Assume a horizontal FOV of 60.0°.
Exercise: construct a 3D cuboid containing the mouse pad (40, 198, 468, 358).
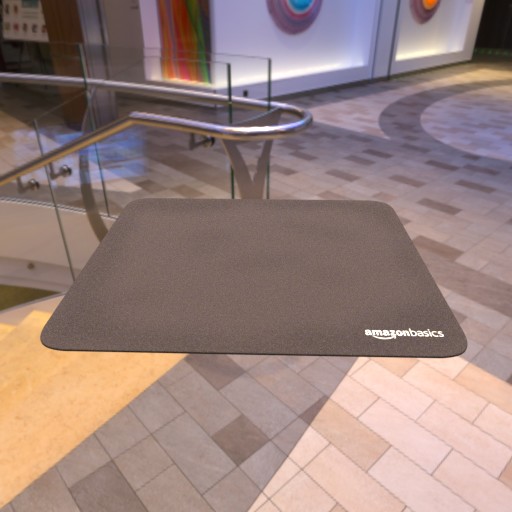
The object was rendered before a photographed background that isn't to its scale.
[{"bbox_3d":[0.000,0.000,0.426,0.315,0.002,0.269,1,31,1],"label":"mouse pad"}]
